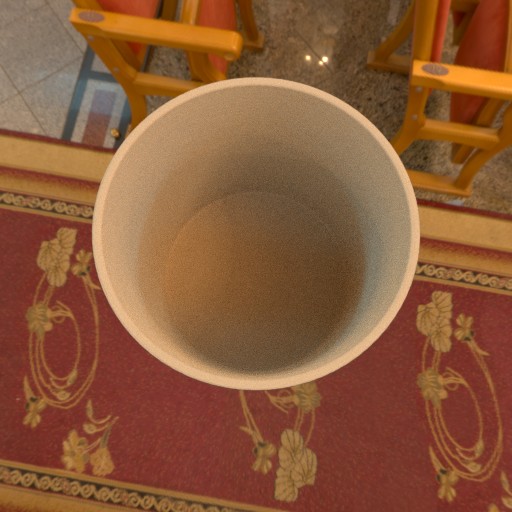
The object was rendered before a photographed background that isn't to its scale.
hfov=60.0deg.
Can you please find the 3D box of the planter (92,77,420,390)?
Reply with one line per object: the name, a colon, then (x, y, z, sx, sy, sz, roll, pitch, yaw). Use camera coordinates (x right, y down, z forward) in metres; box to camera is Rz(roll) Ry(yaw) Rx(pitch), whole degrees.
planter: (0.000, 0.000, 0.397, 0.221, 0.201, 0.221, 0, 76, 0)
